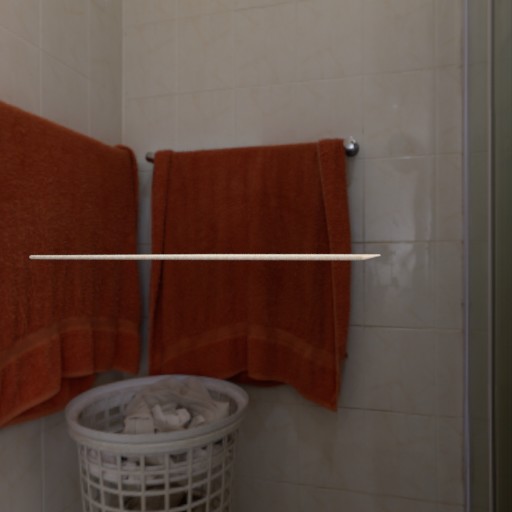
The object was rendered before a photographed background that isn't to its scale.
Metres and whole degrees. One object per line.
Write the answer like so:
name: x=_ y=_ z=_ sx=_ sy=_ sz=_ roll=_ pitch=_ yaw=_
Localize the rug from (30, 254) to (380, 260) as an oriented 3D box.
rug: x=0.000 y=0.000 z=2.365 sx=1.238 sy=0.014 sz=1.848 roll=0 pitch=0 yaw=17
